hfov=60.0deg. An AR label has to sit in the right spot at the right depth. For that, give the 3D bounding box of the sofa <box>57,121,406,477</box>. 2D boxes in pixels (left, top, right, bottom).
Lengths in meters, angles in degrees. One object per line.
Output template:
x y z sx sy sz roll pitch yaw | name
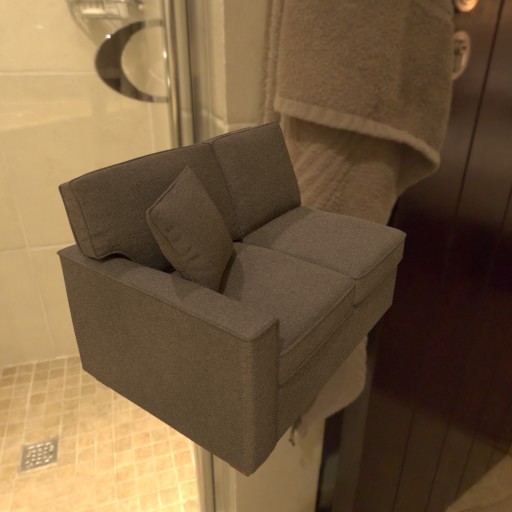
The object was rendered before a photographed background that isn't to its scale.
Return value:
0.000 0.000 2.062 0.991 0.989 1.388 18 31 31 | sofa
